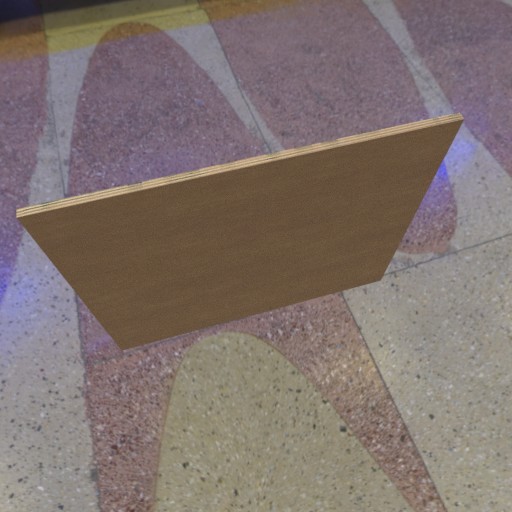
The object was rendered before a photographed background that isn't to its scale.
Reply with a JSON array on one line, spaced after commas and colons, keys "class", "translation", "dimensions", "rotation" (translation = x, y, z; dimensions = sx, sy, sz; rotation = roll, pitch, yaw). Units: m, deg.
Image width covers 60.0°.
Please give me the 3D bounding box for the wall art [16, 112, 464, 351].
[{"class": "wall art", "translation": [0.000, 0.000, 0.662], "dimensions": [0.508, 0.408, 0.012], "rotation": [-14, 60, -8]}]
